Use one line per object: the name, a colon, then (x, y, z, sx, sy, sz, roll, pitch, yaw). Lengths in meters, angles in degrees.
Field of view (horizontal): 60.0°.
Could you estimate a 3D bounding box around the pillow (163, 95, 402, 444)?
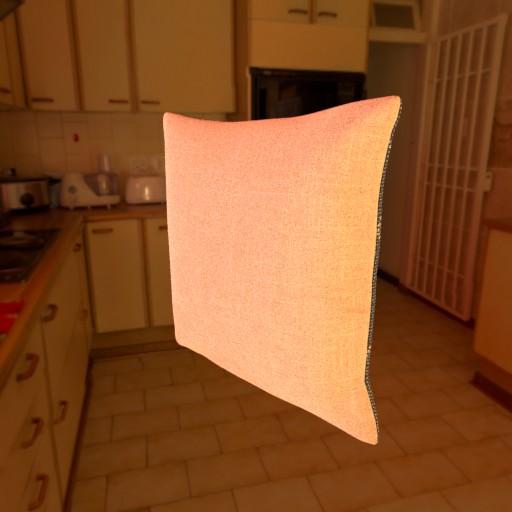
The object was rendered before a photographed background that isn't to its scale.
pillow: (0.000, 0.000, 0.665, 0.435, 0.428, 0.148, 14, 21, 43)
